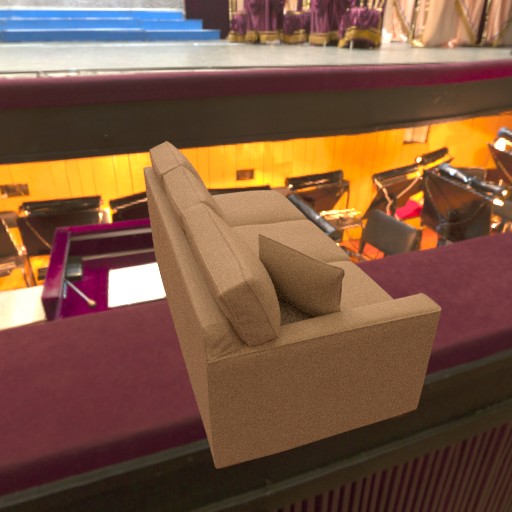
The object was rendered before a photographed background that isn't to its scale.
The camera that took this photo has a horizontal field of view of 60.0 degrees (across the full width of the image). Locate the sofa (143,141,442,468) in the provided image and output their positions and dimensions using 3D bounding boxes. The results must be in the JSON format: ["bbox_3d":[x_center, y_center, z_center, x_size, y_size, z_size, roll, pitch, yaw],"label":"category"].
[{"bbox_3d":[0.000,0.000,2.582,1.034,0.946,1.962,-9,30,-16],"label":"sofa"}]
